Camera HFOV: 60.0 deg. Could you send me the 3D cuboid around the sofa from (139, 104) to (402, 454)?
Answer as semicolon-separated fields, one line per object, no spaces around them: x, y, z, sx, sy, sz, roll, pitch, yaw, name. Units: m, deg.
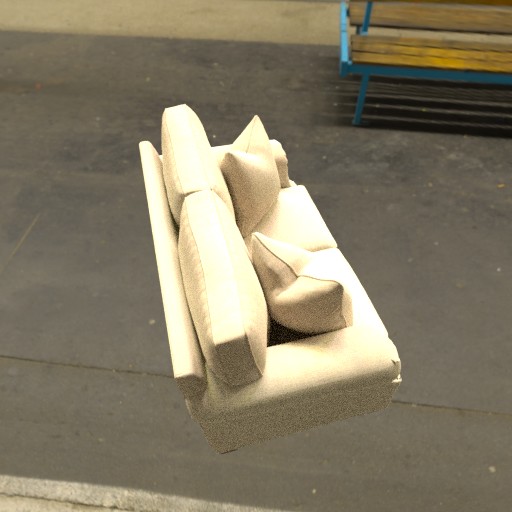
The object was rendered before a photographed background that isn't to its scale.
0.000;0.000;2.283;0.966;0.966;1.701;-11;47;-10;sofa
